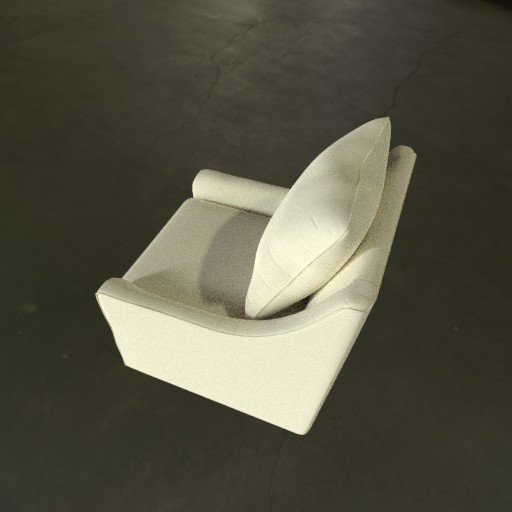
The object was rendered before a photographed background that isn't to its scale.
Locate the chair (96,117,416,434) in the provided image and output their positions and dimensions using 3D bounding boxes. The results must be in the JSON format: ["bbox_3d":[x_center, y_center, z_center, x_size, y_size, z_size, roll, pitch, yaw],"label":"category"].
[{"bbox_3d":[0.000,0.000,1.608,0.876,0.965,0.756,16,48,15],"label":"chair"}]
